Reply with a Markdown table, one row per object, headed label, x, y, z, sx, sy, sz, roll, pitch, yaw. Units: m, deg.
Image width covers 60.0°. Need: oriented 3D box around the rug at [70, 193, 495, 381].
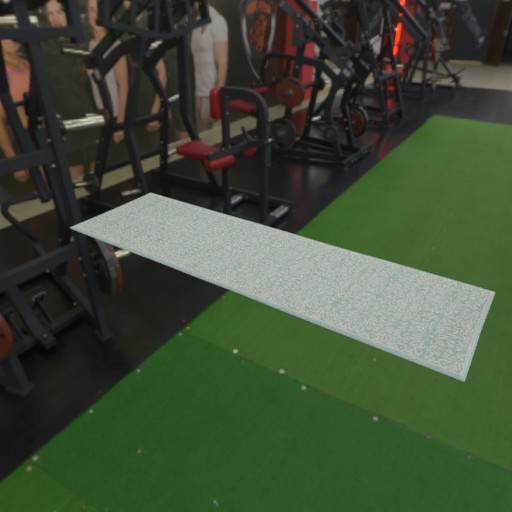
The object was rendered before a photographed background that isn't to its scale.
| label | x | y | z | sx | sy | sz | roll | pitch | yaw |
| --- | --- | --- | --- | --- | --- | --- | --- | --- | --- |
| rug | 0.000 | 0.000 | 2.320 | 2.196 | 0.011 | 0.662 | 18 | 35 | 29 |
